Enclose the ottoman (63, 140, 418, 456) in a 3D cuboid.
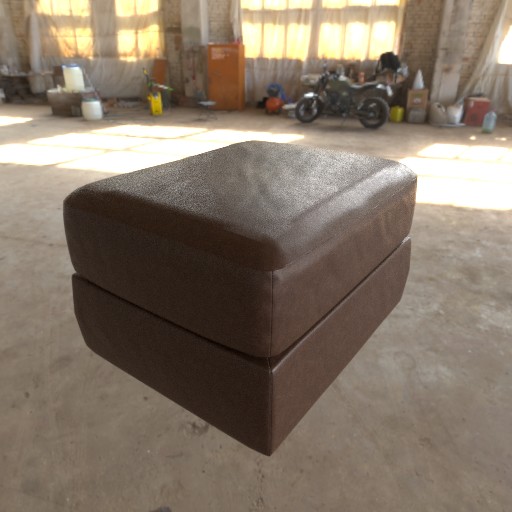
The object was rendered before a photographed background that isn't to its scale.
[{"bbox_3d":[0.000,0.000,1.163,0.603,0.476,0.751,18,31,32],"label":"ottoman"}]
